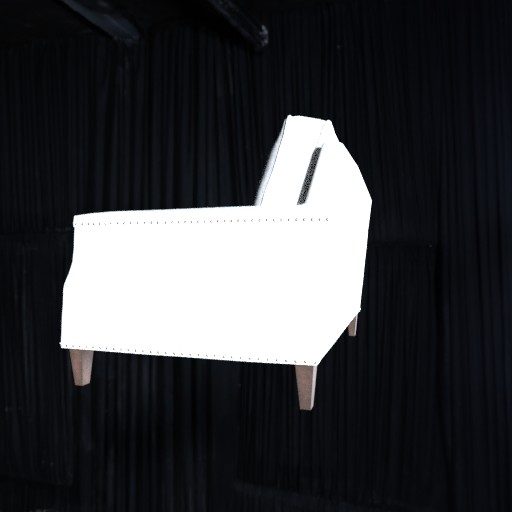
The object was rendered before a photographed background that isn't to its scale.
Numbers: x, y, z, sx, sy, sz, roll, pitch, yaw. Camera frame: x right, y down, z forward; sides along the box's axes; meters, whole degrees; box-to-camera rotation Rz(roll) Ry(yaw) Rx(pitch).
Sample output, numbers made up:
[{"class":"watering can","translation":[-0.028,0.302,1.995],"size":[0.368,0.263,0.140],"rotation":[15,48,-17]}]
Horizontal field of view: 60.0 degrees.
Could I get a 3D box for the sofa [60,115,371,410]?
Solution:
[{"class":"sofa","translation":[0.000,0.000,2.268],"size":[1.084,1.003,1.597],"rotation":[0,0,18]}]
